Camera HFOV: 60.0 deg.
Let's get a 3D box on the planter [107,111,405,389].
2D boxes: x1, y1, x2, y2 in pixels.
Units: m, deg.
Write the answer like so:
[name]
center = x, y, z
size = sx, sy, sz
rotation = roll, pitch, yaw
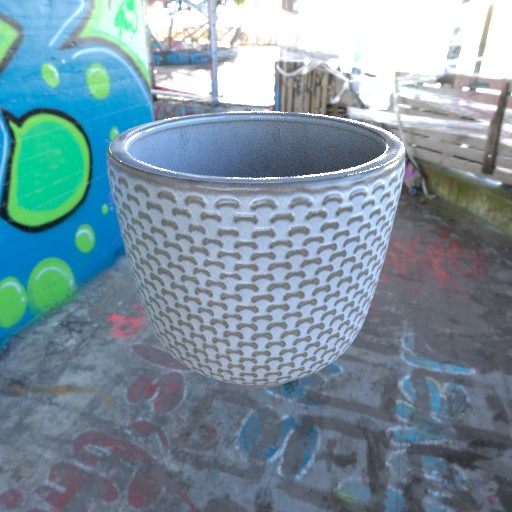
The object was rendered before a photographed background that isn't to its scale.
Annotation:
[planter]
center = 0.000, 0.000, 0.300
size = 0.173, 0.160, 0.173
rotation = 0, 28, 0
